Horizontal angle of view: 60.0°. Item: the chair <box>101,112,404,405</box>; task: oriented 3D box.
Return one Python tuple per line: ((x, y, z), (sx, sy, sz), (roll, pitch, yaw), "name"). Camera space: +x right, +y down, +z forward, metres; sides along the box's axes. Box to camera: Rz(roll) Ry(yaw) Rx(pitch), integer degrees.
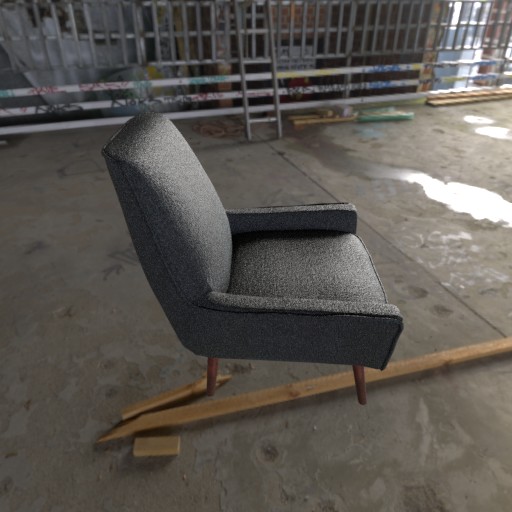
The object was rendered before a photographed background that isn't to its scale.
((0.000, 0.000, 1.542), (0.859, 0.883, 0.763), (0, 32, 0), "chair")
